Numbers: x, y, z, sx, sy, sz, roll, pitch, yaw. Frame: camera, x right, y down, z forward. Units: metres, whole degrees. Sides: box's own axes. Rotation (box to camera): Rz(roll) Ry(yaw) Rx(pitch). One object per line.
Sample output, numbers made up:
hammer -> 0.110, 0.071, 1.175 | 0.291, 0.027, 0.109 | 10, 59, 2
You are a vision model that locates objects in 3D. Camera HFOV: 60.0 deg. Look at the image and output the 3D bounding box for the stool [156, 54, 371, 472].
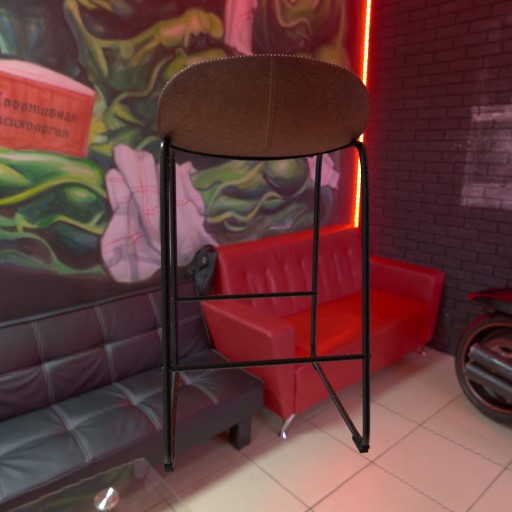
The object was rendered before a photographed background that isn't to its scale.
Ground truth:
stool -> 0.000, 0.000, 1.083 | 0.454, 0.830, 0.473 | -2, 14, -8
